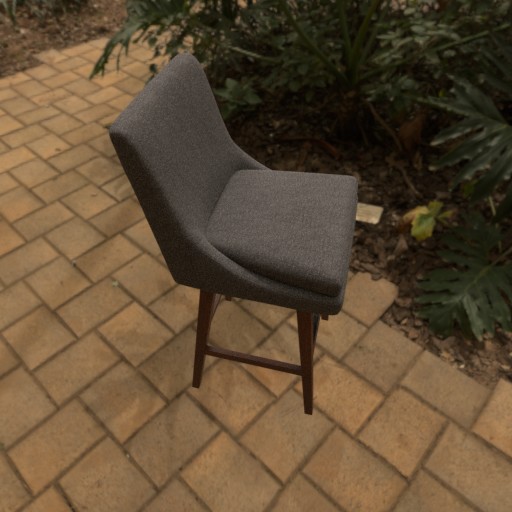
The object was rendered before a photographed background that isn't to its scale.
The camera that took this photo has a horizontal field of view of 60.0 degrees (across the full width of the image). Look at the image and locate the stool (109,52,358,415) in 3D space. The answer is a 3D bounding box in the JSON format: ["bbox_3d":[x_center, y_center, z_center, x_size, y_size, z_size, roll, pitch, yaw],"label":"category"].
[{"bbox_3d":[0.000,0.000,1.409,0.572,1.068,0.489,10,47,10],"label":"stool"}]
